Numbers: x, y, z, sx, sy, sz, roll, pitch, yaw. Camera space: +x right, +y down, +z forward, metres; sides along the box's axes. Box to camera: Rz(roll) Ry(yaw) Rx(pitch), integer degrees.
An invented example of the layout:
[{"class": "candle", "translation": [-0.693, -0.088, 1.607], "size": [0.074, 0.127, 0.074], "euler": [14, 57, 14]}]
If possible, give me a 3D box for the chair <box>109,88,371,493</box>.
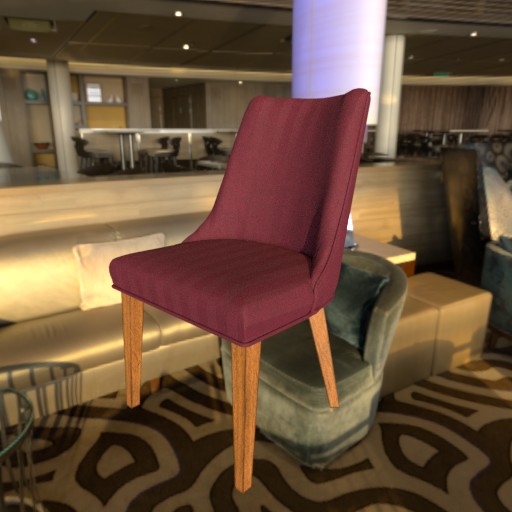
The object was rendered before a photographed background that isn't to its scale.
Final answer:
[{"class": "chair", "translation": [0.000, 0.000, 1.280], "size": [0.548, 0.916, 0.638], "euler": [14, 21, 42]}]
